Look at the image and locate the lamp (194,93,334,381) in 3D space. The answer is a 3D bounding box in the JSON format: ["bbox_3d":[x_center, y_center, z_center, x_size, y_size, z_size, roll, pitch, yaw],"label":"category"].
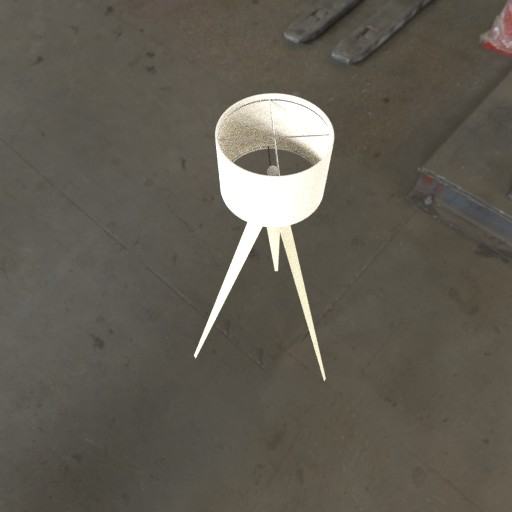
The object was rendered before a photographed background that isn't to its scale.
[{"bbox_3d":[0.000,0.000,1.964,0.724,1.524,0.716,-3,58,-2],"label":"lamp"}]
